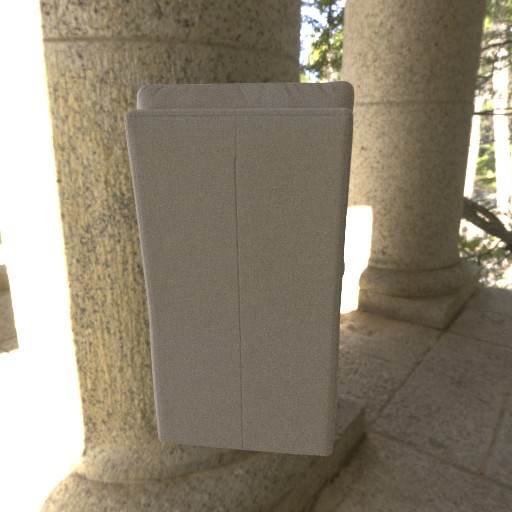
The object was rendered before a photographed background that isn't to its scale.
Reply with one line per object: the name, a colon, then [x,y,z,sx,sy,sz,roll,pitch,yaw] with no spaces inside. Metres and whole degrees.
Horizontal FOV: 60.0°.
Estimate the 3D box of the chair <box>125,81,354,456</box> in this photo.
chair: [0.000,0.000,1.325,0.503,0.927,0.698,2,15,7]
